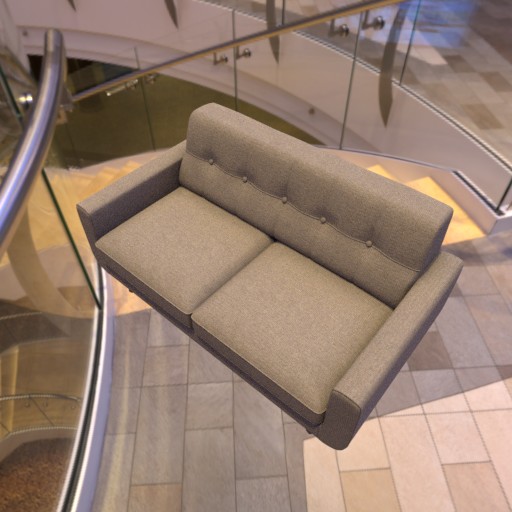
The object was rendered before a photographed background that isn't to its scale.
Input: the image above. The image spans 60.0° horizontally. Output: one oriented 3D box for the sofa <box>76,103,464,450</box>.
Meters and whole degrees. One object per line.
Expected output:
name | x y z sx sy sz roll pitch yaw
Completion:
sofa | 0.000 0.000 2.153 1.631 0.841 0.909 32 54 26
